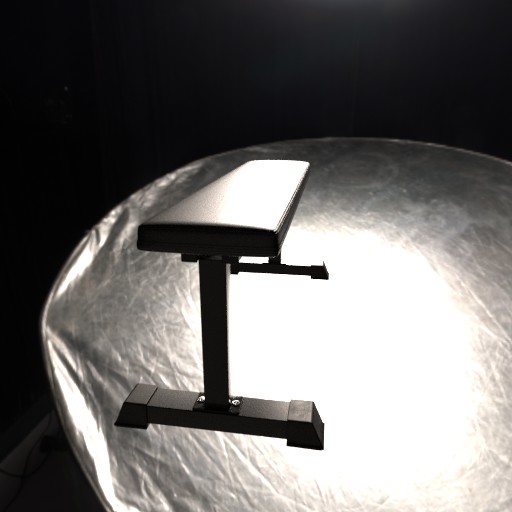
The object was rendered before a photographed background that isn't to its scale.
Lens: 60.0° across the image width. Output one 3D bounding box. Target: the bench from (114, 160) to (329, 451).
[{"bbox_3d":[0.000,0.000,1.305,0.439,0.453,1.072,3,18,9],"label":"bench"}]
